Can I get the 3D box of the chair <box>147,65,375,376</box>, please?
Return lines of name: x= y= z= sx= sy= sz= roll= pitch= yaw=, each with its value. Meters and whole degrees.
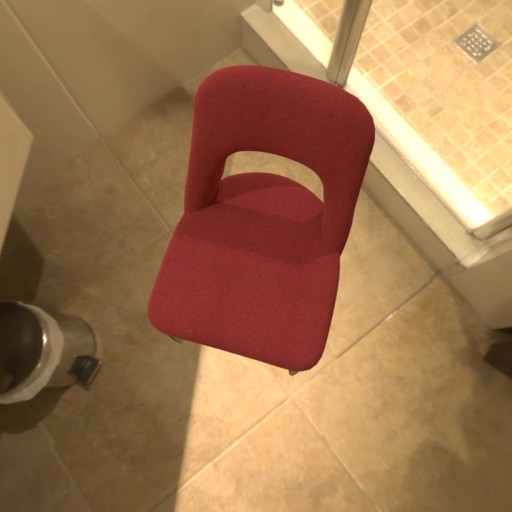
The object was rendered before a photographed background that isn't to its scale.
chair: x=0.000 y=0.000 z=1.231 sx=0.483 sy=0.892 sz=0.569 roll=15 pitch=77 yaw=4
